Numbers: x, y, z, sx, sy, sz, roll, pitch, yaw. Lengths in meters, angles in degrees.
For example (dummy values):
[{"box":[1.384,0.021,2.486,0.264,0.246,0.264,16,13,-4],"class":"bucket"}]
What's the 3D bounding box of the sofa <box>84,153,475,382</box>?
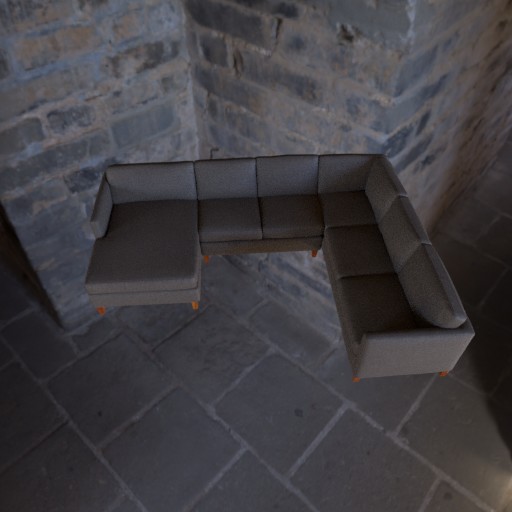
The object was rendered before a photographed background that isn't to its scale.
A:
[{"box":[0.000,0.000,4.604,3.460,0.961,2.594,-3,46,-3],"class":"sofa"}]
